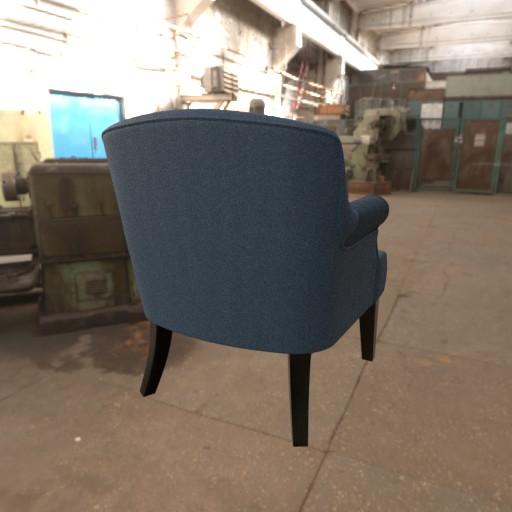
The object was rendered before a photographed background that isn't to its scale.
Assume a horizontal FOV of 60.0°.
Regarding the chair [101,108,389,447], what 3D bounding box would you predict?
[{"bbox_3d":[0.000,0.000,1.455,0.770,0.878,0.754,7,16,27],"label":"chair"}]
